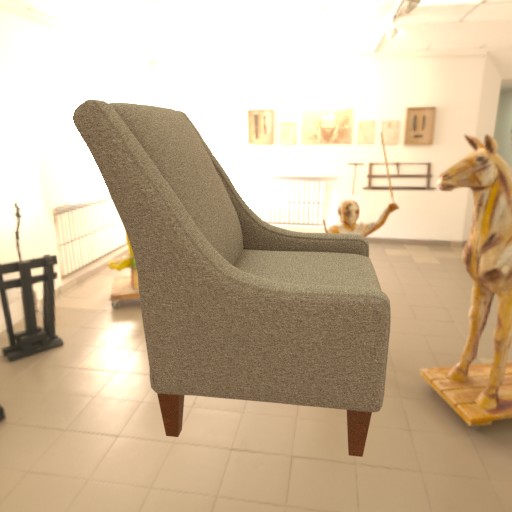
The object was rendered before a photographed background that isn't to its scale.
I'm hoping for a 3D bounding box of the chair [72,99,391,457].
[{"bbox_3d":[0.000,0.000,1.569,0.870,1.016,0.774,2,16,9],"label":"chair"}]
